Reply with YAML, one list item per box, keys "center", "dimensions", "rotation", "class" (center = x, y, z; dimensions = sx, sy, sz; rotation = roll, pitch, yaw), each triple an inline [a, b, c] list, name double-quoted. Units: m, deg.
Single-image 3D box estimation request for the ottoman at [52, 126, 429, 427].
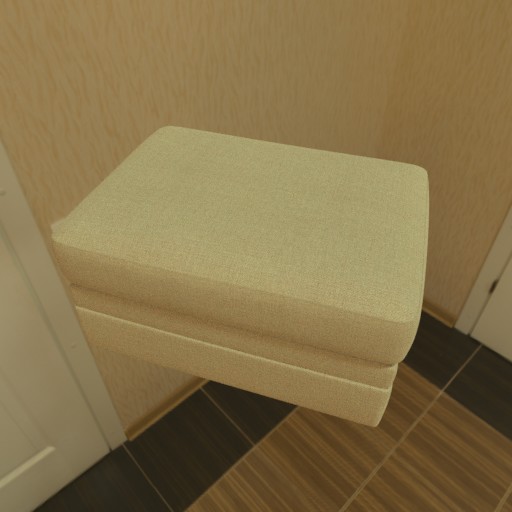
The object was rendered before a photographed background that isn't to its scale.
- center: [0.000, 0.000, 1.290]
  dimensions: [0.885, 0.478, 0.637]
  rotation: [12, 44, 13]
  class: "ottoman"
